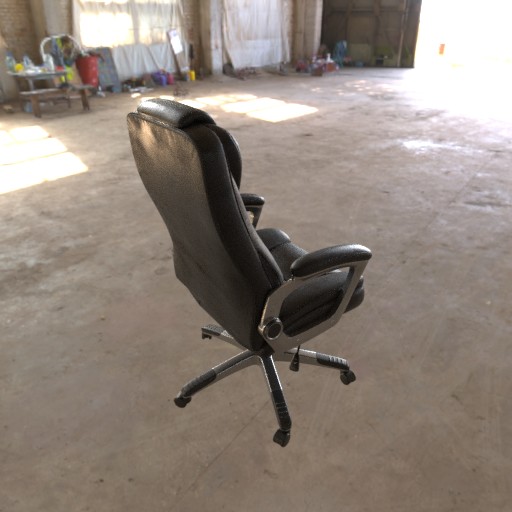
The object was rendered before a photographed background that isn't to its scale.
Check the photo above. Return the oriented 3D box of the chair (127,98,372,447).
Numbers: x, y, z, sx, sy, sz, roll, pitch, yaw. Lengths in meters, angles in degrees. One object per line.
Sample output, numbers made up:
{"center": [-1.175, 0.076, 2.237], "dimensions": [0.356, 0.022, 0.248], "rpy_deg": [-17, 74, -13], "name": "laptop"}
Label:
{"center": [0.000, 0.000, 1.543], "dimensions": [0.689, 1.075, 0.697], "rpy_deg": [-18, 32, -30], "name": "chair"}
